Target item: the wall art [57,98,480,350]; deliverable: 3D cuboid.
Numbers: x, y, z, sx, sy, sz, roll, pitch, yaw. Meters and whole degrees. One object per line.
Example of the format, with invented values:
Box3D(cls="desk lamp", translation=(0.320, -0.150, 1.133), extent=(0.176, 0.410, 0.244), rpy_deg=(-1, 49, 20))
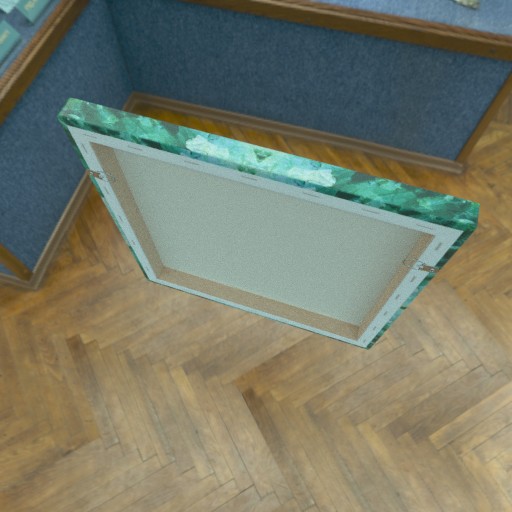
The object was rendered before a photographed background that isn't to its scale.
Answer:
Box3D(cls="wall art", translation=(0.000, 0.000, 0.739), extent=(0.507, 0.508, 0.038), rpy_deg=(16, 65, 8))
